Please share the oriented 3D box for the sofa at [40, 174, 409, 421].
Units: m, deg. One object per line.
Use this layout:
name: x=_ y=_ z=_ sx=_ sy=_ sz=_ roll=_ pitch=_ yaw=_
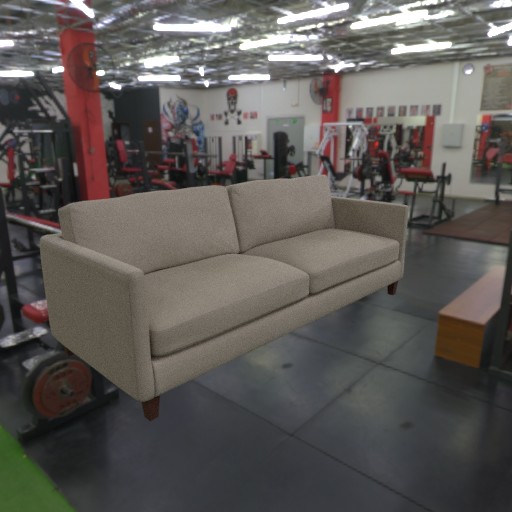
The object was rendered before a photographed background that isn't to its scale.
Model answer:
sofa: x=0.000 y=0.000 z=2.934 sx=0.988 sy=0.912 sz=2.404 roll=15 pitch=21 yaw=42
